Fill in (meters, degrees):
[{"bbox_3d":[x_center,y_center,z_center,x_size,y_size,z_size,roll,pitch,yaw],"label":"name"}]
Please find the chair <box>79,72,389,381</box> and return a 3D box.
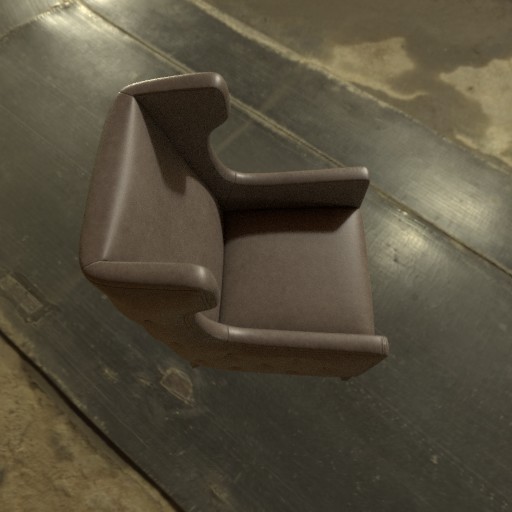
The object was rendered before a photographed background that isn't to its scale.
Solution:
[{"bbox_3d":[0.000,0.000,1.631,0.899,1.079,0.769,1,65,0],"label":"chair"}]
